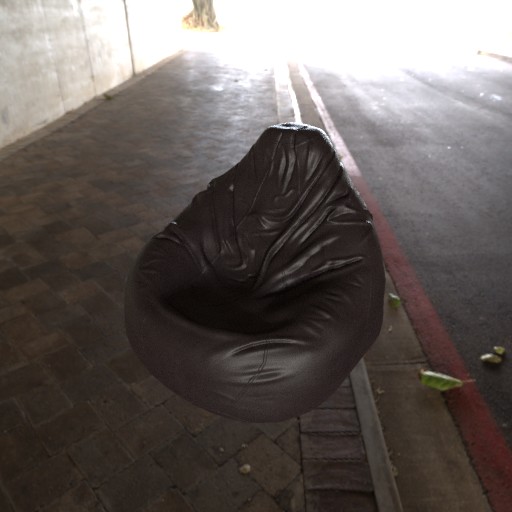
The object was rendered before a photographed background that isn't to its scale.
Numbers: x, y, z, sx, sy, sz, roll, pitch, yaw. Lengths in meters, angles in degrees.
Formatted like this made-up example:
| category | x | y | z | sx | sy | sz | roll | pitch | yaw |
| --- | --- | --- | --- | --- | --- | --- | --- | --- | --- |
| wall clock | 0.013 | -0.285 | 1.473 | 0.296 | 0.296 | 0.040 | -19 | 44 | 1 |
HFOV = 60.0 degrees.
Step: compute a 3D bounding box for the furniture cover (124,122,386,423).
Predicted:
| category | x | y | z | sx | sy | sz | roll | pitch | yaw |
| --- | --- | --- | --- | --- | --- | --- | --- | --- | --- |
| furniture cover | 0.000 | 0.000 | 1.914 | 1.070 | 0.990 | 1.070 | 18 | 35 | 29 |
